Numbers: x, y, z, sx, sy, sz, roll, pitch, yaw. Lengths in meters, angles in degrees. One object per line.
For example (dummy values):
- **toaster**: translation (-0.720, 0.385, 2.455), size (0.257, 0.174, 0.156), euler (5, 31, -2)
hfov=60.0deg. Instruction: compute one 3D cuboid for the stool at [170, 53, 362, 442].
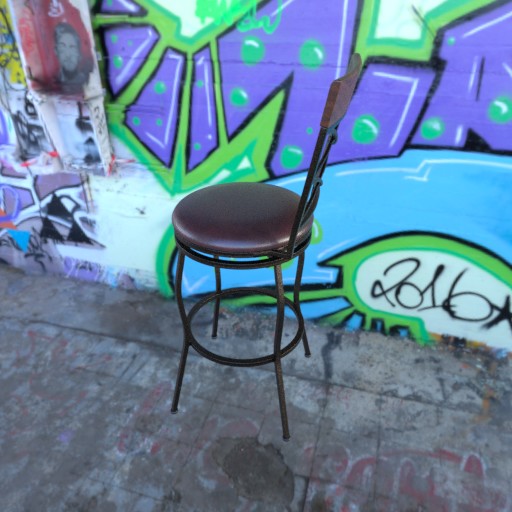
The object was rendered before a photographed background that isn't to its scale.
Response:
- **stool**: translation (0.000, 0.000, 1.389), size (0.513, 1.130, 0.448), euler (8, 32, 13)
